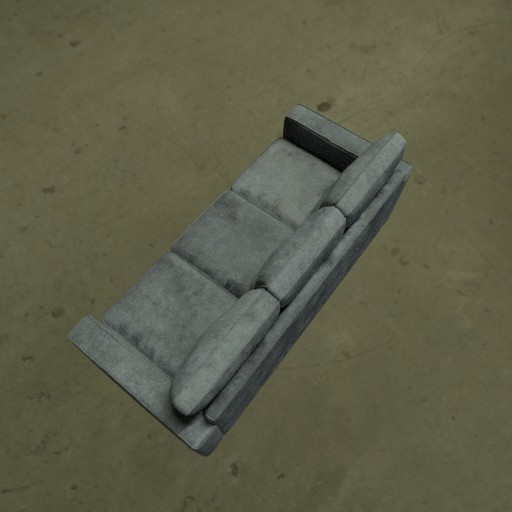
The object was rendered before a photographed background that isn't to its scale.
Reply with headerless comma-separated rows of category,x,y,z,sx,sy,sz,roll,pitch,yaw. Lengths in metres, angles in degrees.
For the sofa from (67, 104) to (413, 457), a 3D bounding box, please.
sofa,0.000,0.000,2.722,0.939,0.965,2.133,35,68,16
